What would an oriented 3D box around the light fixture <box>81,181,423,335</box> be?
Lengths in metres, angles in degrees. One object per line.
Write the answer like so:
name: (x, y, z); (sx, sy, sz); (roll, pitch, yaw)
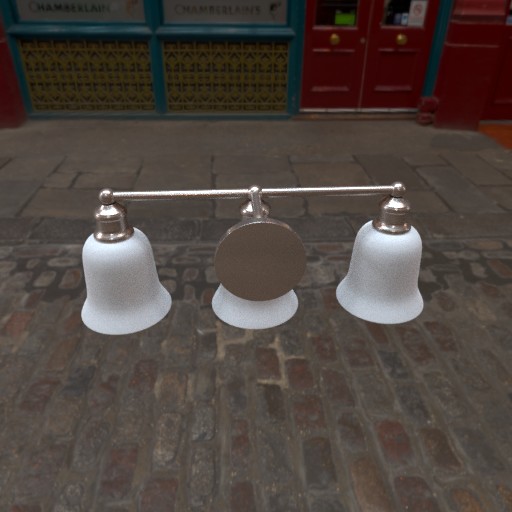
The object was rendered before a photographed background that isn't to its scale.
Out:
light fixture: (0.000, 0.000, 0.672); (0.570, 0.211, 0.198); (-2, 31, -3)
